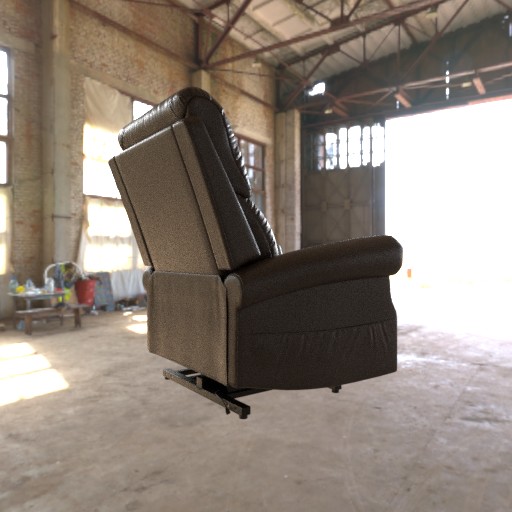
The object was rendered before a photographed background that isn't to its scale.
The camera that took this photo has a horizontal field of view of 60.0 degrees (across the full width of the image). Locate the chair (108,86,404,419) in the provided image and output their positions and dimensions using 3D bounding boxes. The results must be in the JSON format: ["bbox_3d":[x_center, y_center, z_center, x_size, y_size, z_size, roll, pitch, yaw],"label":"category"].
[{"bbox_3d":[0.000,0.000,1.780,0.978,1.028,0.869,0,0,-36],"label":"chair"}]
